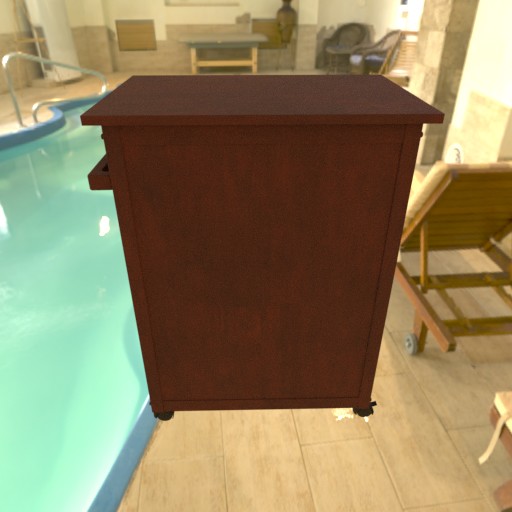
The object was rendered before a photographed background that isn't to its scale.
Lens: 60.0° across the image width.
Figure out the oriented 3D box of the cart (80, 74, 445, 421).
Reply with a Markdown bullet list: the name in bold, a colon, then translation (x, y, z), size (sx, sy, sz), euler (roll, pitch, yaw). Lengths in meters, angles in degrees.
- **cart**: translation (0.000, 0.000, 1.218), size (0.683, 0.864, 0.442), euler (-1, 31, -1)
